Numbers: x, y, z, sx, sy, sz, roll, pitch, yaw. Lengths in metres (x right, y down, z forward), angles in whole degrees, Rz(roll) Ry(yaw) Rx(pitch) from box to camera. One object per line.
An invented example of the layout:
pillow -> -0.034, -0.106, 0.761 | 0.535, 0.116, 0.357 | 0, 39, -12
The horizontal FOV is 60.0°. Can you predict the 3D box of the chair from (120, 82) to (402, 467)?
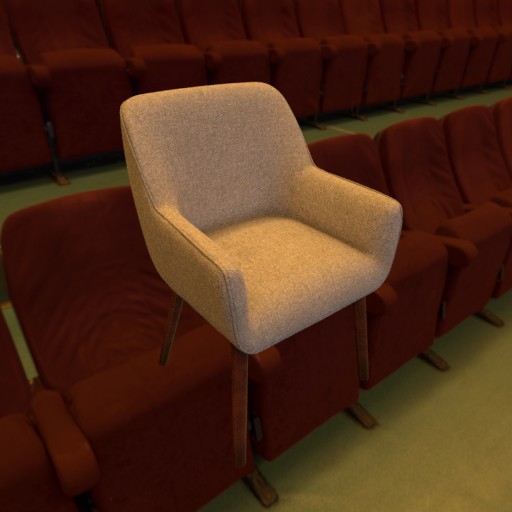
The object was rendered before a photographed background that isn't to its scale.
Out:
chair -> 0.000, 0.000, 1.186 | 0.543, 0.803, 0.519 | -21, 35, -33
